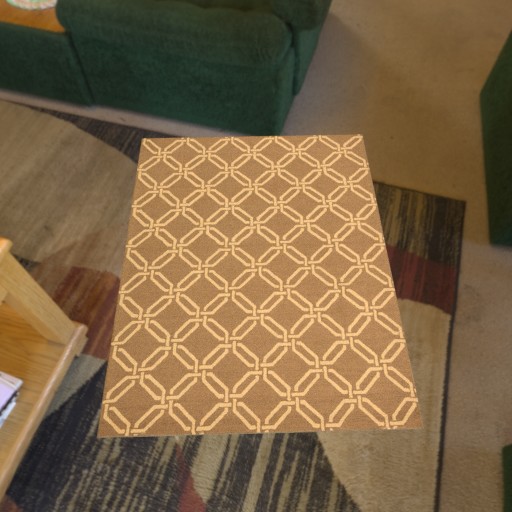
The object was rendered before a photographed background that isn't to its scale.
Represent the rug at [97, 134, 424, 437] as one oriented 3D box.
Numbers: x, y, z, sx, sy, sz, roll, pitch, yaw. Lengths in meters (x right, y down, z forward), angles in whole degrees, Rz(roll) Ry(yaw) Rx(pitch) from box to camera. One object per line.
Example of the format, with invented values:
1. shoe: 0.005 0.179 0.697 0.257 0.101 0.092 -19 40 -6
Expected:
1. rug: 0.000 0.000 3.845 2.288 0.018 2.895 -1 59 -1
